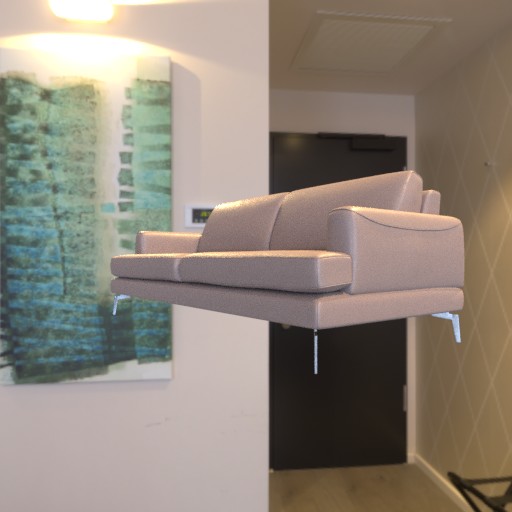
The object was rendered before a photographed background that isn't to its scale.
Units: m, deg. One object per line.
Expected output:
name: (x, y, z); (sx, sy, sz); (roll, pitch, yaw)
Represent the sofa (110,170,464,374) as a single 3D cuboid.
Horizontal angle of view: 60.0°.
sofa: (0.000, 0.000, 2.444); (0.974, 0.765, 1.940); (0, 0, -37)
